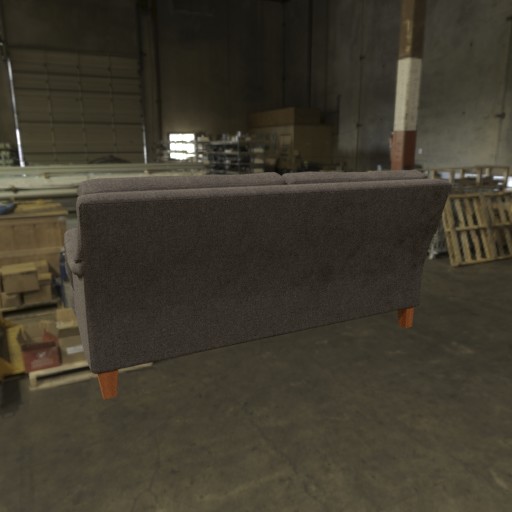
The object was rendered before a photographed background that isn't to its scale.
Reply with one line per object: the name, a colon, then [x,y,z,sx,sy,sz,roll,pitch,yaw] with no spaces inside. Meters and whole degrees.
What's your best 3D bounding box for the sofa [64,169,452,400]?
sofa: [0.000,0.000,2.755,2.160,1.054,1.087,-7,15,-26]
